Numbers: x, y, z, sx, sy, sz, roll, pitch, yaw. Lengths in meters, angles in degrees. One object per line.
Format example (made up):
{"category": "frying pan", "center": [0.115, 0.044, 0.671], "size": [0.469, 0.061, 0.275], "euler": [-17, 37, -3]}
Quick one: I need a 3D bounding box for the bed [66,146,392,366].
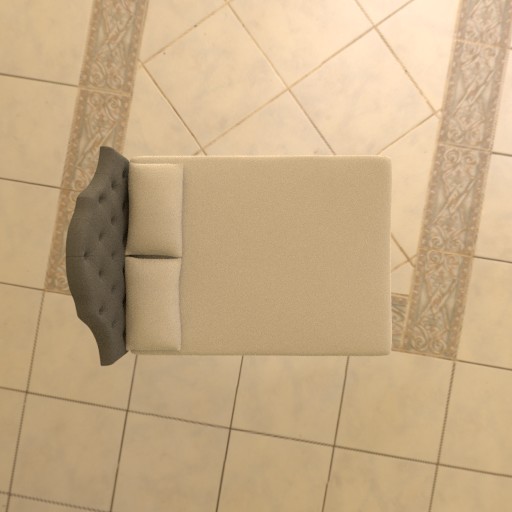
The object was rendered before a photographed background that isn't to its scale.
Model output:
{"category": "bed", "center": [0.000, 0.000, 3.293], "size": [2.155, 1.575, 1.636], "euler": [0, 90, 1]}
